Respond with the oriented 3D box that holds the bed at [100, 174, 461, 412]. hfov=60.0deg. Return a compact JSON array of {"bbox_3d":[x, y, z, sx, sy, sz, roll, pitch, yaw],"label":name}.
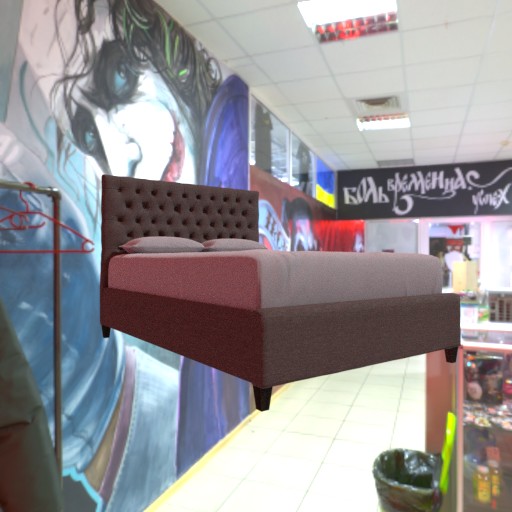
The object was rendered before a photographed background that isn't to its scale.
[{"bbox_3d":[0.000,0.000,3.432,1.698,1.427,2.387,0,0,-36],"label":"bed"}]
